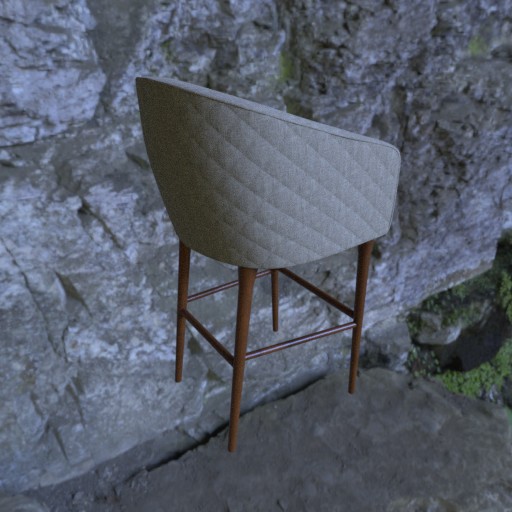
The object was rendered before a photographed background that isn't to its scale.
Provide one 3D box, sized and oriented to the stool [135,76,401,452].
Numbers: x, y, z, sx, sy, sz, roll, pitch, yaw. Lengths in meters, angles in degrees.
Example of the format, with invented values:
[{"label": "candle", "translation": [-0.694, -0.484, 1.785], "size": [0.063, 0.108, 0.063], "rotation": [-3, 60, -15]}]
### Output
[{"label": "stool", "translation": [0.000, 0.000, 1.398], "size": [0.607, 1.078, 0.559], "rotation": [-18, 32, -31]}]
